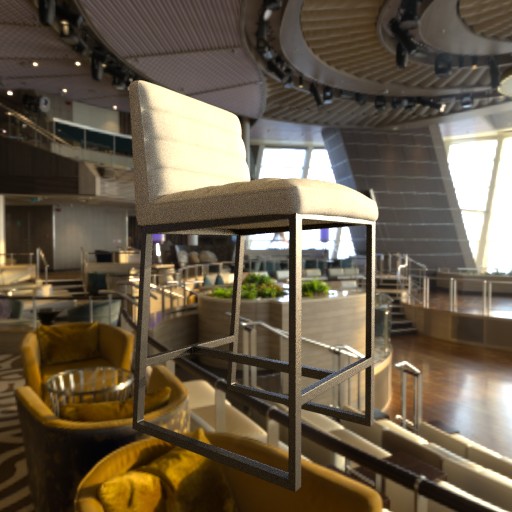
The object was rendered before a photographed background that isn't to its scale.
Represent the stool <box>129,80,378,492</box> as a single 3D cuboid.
[{"bbox_3d":[0.000,0.000,1.244,0.567,0.971,0.459,1,2,36],"label":"stool"}]
